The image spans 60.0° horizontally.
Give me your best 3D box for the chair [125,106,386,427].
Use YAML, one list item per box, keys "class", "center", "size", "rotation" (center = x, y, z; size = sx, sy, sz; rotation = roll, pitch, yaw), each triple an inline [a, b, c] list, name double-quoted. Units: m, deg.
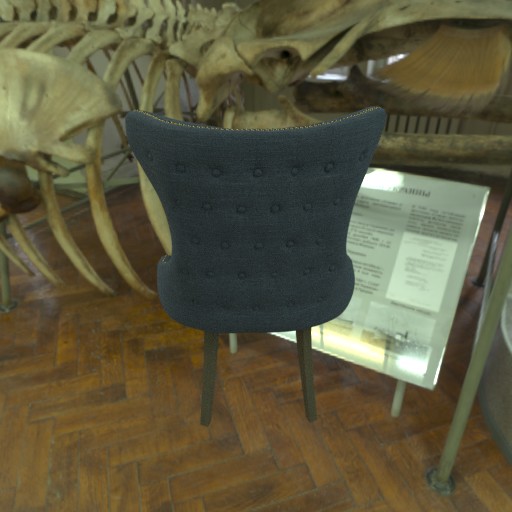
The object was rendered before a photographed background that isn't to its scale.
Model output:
- class: "chair"
  center: [0.000, 0.000, 1.376]
  size: [0.628, 0.967, 0.635]
  rotation: [-1, 30, -2]
